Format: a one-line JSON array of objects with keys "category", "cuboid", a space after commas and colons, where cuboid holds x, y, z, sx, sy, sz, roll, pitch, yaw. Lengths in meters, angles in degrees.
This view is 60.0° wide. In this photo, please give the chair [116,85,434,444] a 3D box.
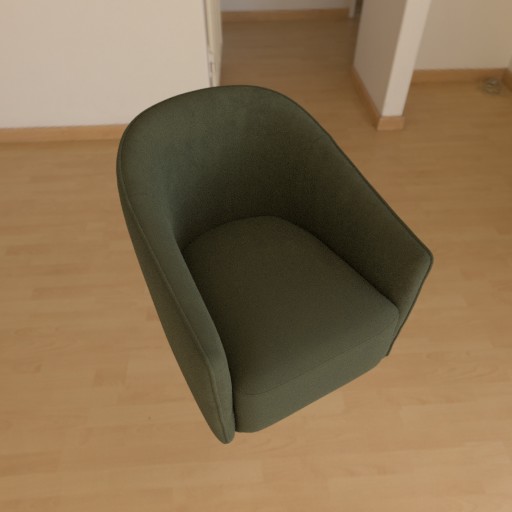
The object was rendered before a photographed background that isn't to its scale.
[{"category": "chair", "cuboid": [0.000, 0.000, 1.482, 0.747, 0.799, 0.875, -22, 50, -20]}]
